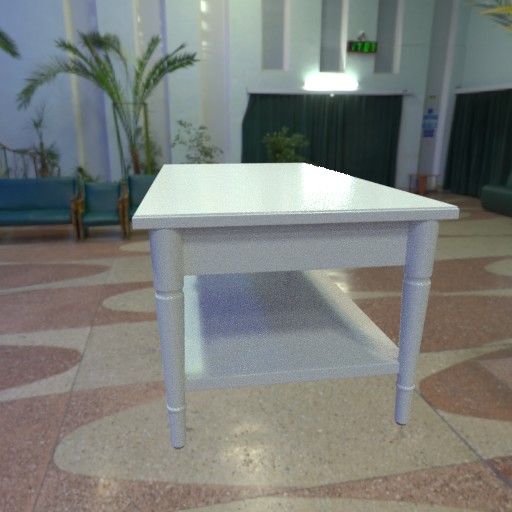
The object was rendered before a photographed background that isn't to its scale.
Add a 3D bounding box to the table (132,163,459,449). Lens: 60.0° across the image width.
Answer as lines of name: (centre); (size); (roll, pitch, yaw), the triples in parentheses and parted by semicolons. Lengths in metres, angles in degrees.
table: (0.000, 0.000, 1.305); (0.559, 0.457, 1.067); (-2, 16, -8)
